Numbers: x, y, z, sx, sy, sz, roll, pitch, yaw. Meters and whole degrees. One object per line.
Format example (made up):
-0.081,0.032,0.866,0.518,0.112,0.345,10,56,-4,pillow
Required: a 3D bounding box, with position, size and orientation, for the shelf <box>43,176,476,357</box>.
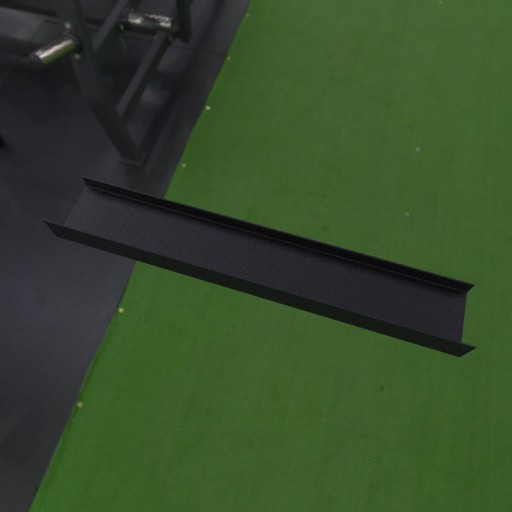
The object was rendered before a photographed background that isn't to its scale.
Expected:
0.000,0.000,0.634,0.605,0.053,0.102,16,65,8,shelf
